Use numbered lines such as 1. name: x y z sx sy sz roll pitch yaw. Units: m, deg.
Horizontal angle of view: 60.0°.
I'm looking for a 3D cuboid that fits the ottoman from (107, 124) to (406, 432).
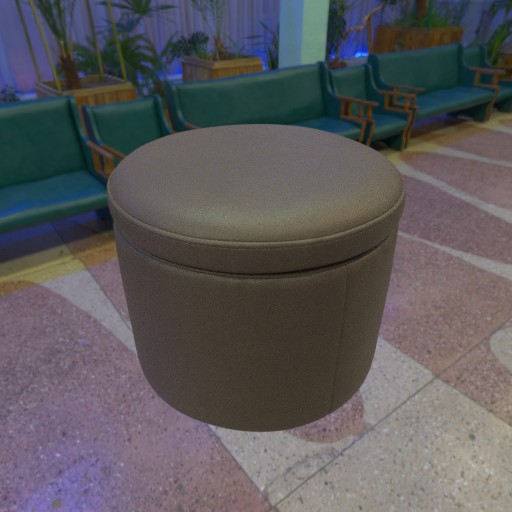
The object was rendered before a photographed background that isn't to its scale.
1. ottoman: 0.000 0.000 0.850 0.500 0.409 0.500 0 32 0
